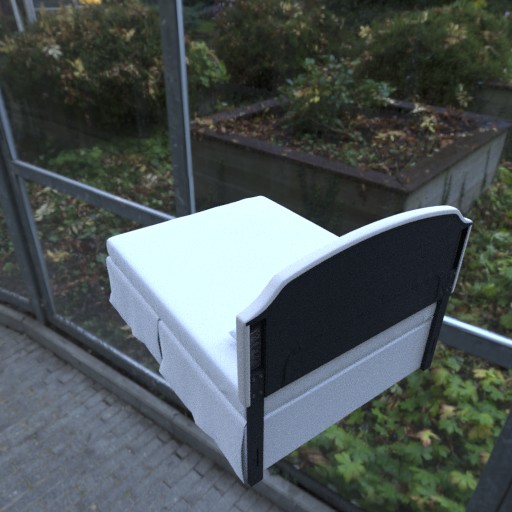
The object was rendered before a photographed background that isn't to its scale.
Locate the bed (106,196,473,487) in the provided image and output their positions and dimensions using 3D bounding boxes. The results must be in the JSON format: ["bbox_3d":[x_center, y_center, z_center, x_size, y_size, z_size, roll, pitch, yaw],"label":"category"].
[{"bbox_3d":[0.000,0.000,2.984,1.558,1.270,1.999,-20,36,-30],"label":"bed"}]
